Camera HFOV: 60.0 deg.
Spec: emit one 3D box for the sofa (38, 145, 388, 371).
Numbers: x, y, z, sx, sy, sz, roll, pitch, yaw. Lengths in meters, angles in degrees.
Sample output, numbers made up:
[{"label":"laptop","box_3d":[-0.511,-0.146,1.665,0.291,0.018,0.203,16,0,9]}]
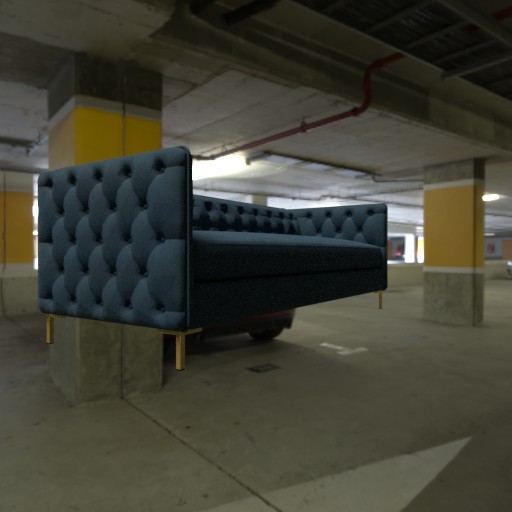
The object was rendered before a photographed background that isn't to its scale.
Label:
[{"label":"sofa","box_3d":[0.000,0.000,2.604,0.895,0.771,2.209,0,0,34]}]
